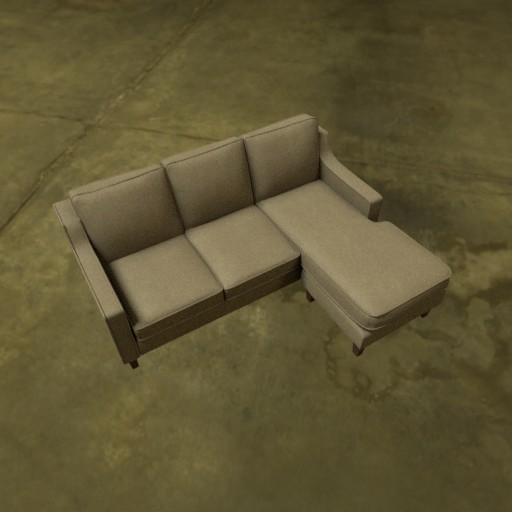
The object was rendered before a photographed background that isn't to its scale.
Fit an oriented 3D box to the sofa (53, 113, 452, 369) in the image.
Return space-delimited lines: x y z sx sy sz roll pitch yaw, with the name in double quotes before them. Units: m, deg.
"sofa" 0.000 0.000 3.312 2.317 1.081 1.858 -24 51 -21
